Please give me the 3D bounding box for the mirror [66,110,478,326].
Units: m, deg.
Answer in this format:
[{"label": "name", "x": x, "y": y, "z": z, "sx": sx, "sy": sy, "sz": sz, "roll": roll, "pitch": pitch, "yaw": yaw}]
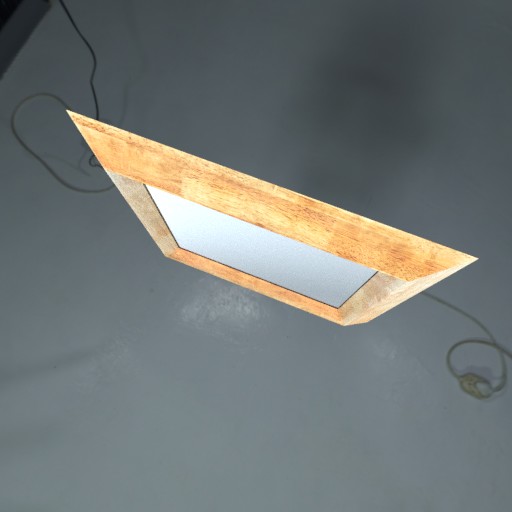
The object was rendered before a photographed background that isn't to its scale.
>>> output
[{"label": "mirror", "x": 0.000, "y": 0.000, "z": 0.958, "sx": 0.651, "sy": 0.651, "sz": 0.047, "roll": 21, "pitch": 75, "yaw": 6}]
